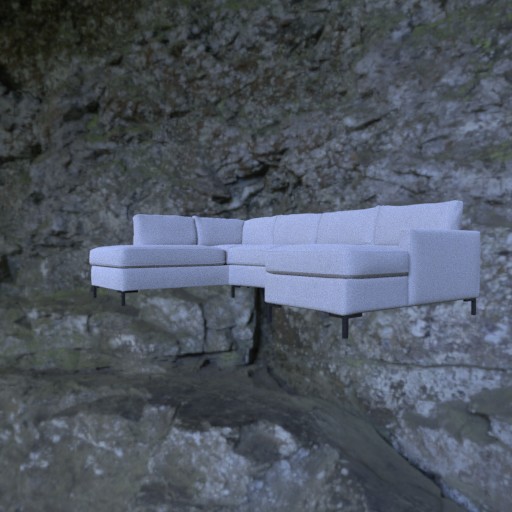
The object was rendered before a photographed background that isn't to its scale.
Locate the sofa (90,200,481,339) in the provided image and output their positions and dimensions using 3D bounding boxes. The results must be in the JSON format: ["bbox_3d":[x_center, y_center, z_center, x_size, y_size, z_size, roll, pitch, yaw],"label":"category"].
[{"bbox_3d":[0.000,0.000,3.857,1.989,0.862,2.984,-1,1,-37],"label":"sofa"}]
